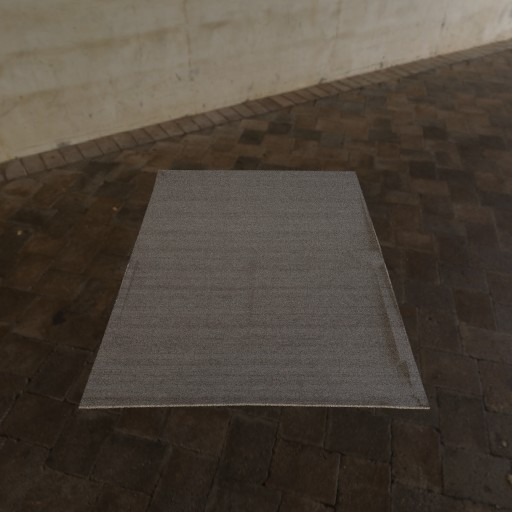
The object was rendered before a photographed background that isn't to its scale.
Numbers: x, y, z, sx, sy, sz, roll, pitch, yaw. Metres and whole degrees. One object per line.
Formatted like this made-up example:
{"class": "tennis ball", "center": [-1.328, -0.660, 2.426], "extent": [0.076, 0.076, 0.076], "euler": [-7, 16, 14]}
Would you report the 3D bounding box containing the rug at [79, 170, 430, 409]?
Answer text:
{"class": "rug", "center": [0.000, 0.000, 5.025], "extent": [2.873, 0.053, 3.778], "euler": [0, 41, 0]}
